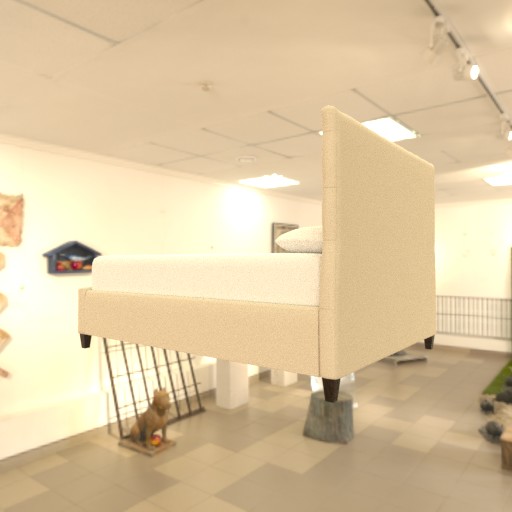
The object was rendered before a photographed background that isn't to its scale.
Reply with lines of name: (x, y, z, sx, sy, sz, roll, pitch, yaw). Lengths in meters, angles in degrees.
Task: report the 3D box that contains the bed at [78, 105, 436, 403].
bed: (0.000, 0.000, 3.431, 2.233, 1.426, 1.696, 0, -1, 37)
